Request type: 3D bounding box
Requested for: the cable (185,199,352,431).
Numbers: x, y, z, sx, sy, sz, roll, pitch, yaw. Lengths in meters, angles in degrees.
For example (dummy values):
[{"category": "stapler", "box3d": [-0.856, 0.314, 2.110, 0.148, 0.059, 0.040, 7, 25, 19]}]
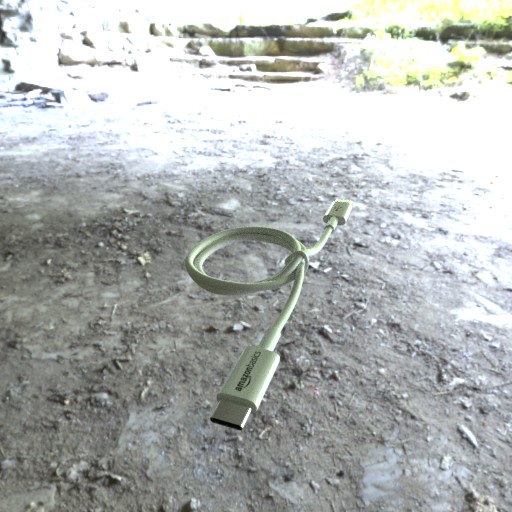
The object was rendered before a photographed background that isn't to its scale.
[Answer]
[{"category": "cable", "box3d": [0.000, 0.000, 0.228, 0.070, 0.014, 0.203, 10, 30, 17]}]
